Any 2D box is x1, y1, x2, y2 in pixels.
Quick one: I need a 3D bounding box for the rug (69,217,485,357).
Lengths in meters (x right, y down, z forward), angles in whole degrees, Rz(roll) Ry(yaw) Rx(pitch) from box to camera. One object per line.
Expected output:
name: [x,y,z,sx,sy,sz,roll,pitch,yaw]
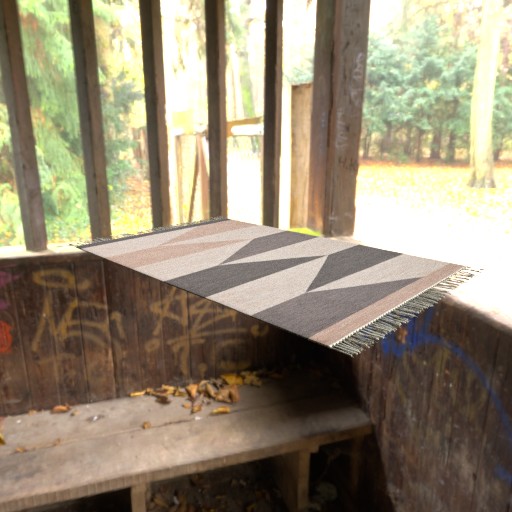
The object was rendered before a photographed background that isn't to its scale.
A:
rug: [0.000,0.000,2.456,2.021,0.027,1.224,15,22,42]
